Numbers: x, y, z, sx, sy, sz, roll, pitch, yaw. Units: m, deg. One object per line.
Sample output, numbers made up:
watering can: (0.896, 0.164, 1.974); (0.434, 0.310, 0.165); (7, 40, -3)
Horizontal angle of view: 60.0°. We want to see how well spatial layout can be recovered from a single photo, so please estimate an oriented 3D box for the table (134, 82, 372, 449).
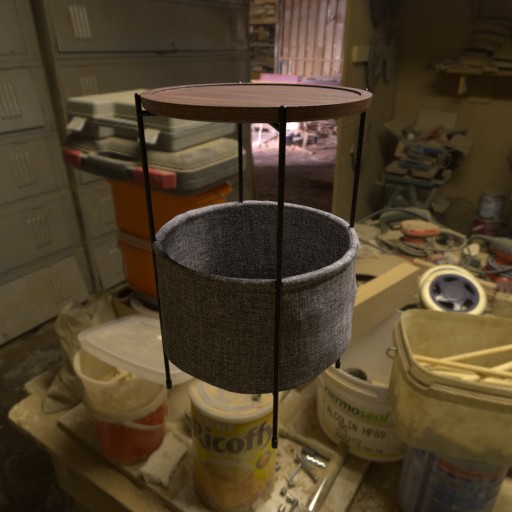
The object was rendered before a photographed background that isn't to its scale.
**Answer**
table: (0.000, 0.000, 0.890); (0.400, 0.623, 0.400); (17, 30, 31)
